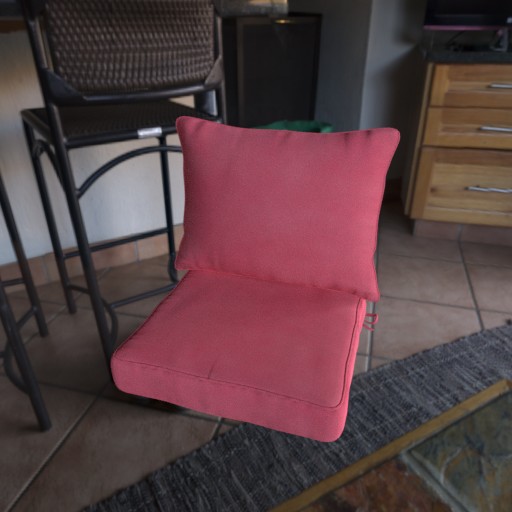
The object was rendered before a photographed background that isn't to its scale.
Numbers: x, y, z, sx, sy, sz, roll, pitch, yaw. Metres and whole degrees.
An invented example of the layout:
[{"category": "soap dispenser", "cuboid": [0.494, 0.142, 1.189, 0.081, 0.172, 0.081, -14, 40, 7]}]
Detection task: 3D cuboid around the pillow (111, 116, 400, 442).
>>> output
[{"category": "pillow", "cuboid": [0.000, 0.000, 1.397, 0.798, 0.725, 0.733, 8, 29, 15]}]
